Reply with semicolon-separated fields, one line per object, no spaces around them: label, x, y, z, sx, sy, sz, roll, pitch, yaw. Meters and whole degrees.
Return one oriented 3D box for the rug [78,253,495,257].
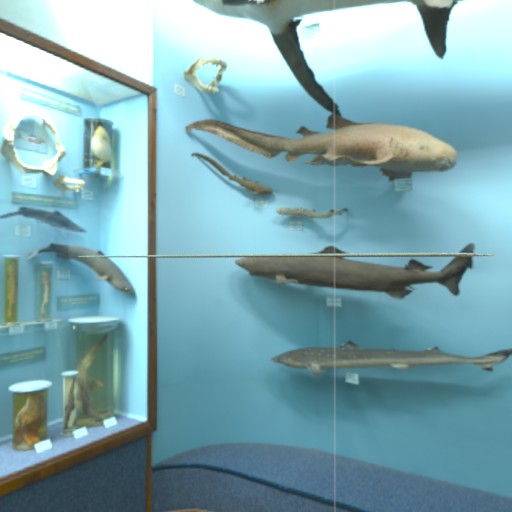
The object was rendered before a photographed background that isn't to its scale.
rug;0.000;0.000;2.642;2.449;0.011;0.774;0;-1;35
